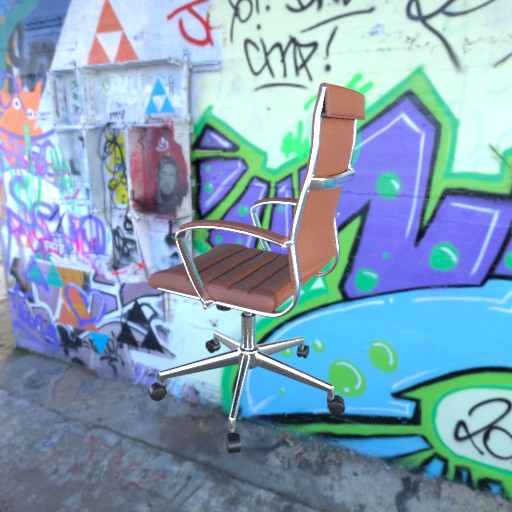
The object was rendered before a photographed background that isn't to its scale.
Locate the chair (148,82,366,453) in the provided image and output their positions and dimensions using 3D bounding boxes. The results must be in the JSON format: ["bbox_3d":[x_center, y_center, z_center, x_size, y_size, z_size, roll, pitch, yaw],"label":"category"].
[{"bbox_3d":[0.000,0.000,1.656,0.739,1.149,0.766,8,18,25],"label":"chair"}]
